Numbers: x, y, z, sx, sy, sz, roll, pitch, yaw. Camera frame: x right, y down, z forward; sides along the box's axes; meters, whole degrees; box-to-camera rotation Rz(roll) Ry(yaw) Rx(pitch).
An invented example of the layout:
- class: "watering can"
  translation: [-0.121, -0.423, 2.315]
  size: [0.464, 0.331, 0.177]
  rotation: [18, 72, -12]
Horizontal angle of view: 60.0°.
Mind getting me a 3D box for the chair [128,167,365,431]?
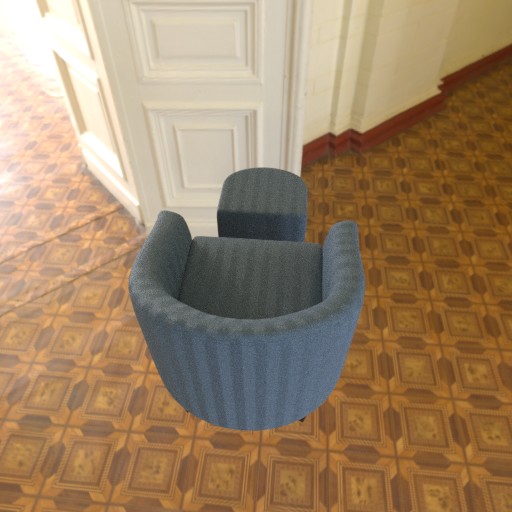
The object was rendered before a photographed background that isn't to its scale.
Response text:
- class: "chair"
  translation: [0.000, 0.000, 1.796]
  size: [0.756, 0.757, 1.288]
  rotation: [4, 47, 3]
